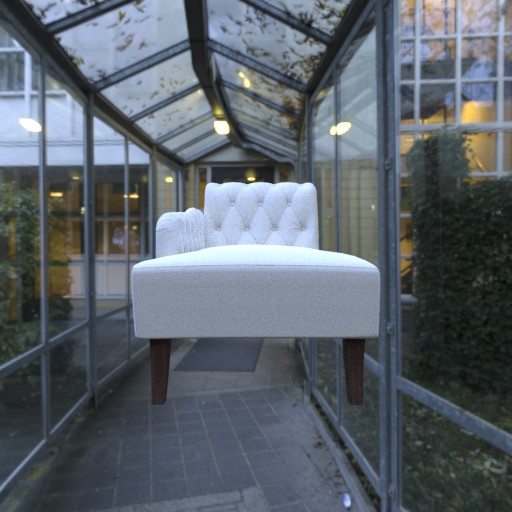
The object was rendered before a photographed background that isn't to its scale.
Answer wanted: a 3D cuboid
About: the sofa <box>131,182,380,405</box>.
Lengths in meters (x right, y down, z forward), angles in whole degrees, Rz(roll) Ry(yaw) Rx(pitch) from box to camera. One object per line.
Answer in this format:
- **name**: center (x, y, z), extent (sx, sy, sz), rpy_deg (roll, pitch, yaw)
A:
- **sofa**: center (0.000, 0.000, 1.859), extent (0.675, 0.787, 1.379), rpy_deg (0, 1, 0)
